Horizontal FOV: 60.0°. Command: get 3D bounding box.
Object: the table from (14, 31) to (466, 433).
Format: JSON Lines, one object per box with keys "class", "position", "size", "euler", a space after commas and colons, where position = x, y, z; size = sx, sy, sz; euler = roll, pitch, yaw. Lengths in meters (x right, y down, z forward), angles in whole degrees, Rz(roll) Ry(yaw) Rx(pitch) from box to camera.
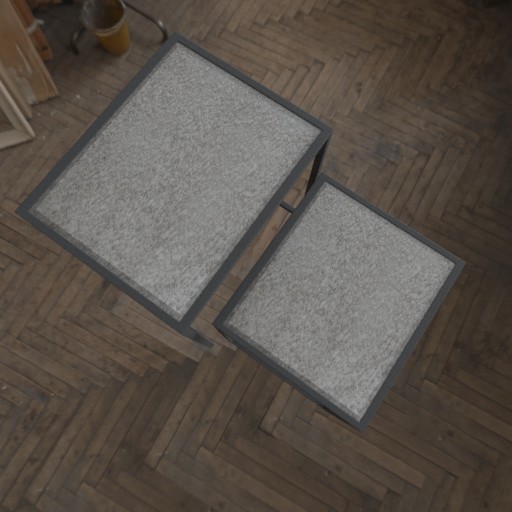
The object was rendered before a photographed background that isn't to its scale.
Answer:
{"class": "table", "position": [0.000, 0.000, 1.114], "size": [0.788, 0.540, 0.508], "euler": [34, 78, 8]}
